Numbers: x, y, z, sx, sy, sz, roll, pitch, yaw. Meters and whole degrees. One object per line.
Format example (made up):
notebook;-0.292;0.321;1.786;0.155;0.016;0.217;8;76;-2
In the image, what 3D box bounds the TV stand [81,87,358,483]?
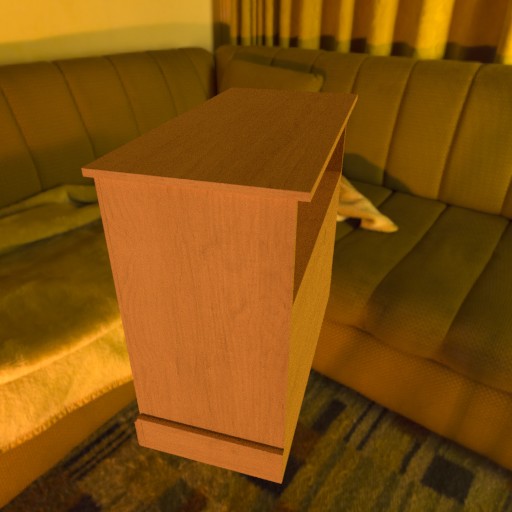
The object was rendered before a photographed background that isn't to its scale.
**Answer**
TV stand;0.000;0.000;1.313;0.430;0.787;0.851;8;32;14
